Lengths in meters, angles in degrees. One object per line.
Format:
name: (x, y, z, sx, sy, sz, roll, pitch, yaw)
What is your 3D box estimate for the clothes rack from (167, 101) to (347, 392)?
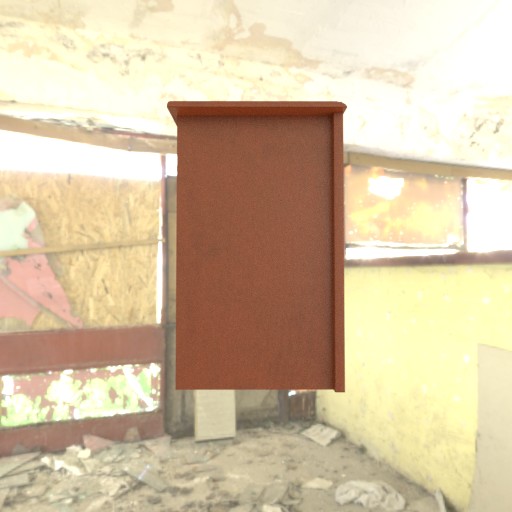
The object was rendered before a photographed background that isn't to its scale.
clothes rack: (0.000, 0.000, 1.506, 0.362, 0.594, 1.251, 0, -2, 0)
